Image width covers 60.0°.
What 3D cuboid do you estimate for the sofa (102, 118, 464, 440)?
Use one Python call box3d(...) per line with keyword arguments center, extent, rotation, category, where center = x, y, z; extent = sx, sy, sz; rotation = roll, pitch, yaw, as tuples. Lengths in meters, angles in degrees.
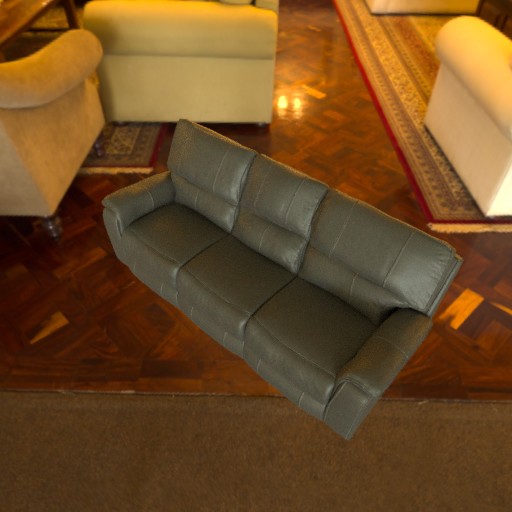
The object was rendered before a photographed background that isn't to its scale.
box3d(center=(0.000, 0.000, 3.348), extent=(2.627, 1.134, 1.104), rotation=(32, 53, 28), category="sofa")
